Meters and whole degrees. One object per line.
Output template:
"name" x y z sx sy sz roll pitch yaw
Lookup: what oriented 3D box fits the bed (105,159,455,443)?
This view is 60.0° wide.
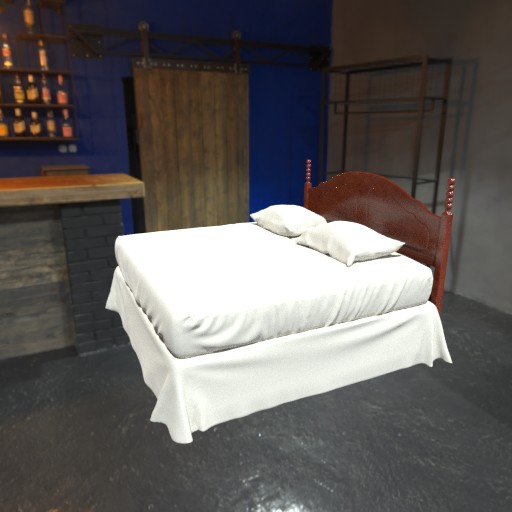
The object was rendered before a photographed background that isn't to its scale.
"bed" 0.000 0.000 3.638 2.219 1.355 2.322 -8 18 -25
